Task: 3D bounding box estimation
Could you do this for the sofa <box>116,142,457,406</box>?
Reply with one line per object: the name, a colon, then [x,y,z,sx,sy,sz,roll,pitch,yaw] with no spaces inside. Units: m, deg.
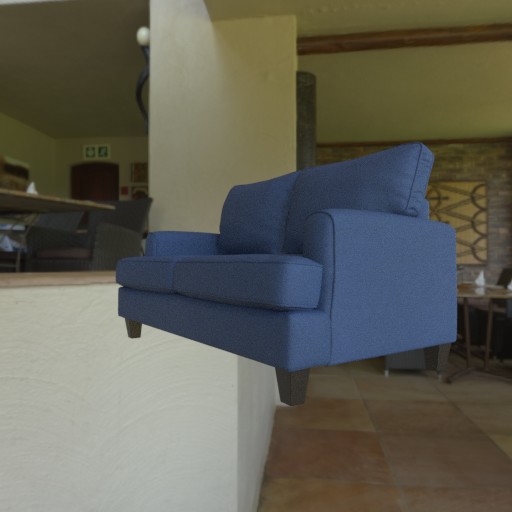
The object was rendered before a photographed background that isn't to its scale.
sofa: [0.000,0.000,2.255,0.965,0.965,1.651,0,0,-35]
